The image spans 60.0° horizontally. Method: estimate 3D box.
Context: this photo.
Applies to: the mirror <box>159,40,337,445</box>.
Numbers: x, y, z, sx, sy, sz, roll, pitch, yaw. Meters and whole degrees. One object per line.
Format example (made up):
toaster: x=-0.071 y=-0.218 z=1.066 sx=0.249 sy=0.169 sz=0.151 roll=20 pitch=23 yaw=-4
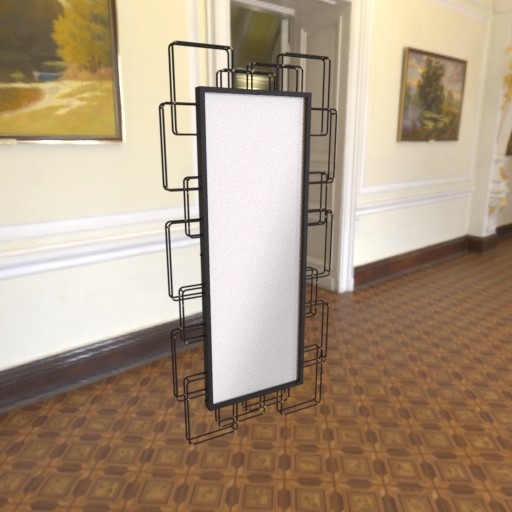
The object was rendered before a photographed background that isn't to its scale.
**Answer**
mirror: x=0.000 y=0.000 z=1.392 sx=0.565 sy=1.192 sz=0.037 roll=-8 pitch=16 yaw=-27
